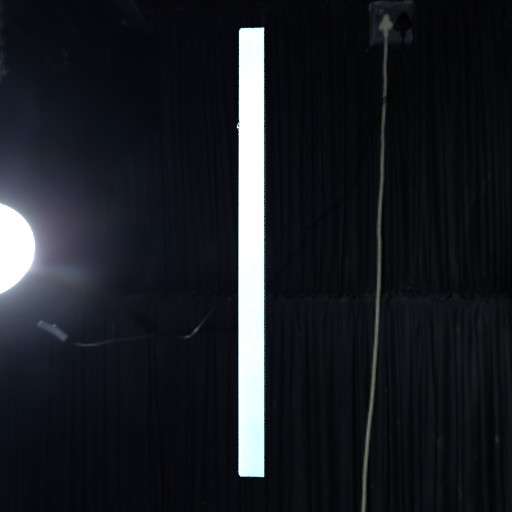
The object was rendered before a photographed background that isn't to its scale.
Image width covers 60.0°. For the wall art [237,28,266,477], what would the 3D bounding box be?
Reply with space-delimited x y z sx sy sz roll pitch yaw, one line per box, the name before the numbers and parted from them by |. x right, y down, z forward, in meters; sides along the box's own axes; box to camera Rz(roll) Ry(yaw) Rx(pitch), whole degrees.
wall art | 0.000 0.000 1.589 0.070 1.073 1.071 0 -2 1
